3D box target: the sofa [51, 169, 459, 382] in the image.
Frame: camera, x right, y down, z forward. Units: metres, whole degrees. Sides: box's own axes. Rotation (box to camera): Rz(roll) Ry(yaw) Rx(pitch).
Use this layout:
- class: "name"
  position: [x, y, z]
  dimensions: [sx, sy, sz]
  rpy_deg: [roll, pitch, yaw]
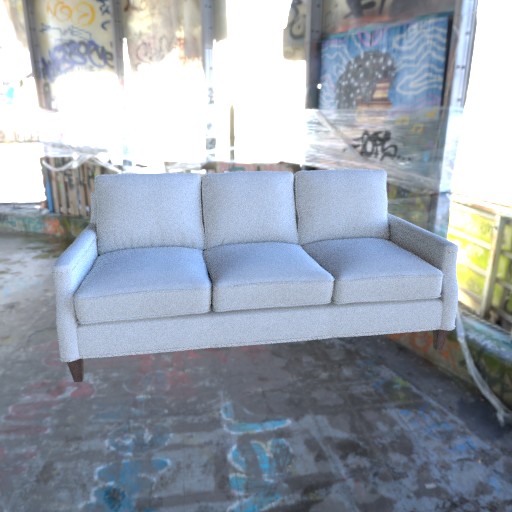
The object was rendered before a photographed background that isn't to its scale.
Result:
- class: "sofa"
  position: [0.000, 0.000, 2.853]
  dimensions: [2.246, 1.003, 1.084]
  rpy_deg: [-3, 18, -9]
